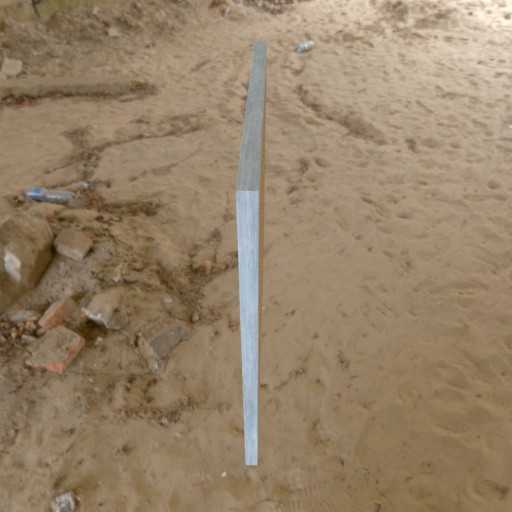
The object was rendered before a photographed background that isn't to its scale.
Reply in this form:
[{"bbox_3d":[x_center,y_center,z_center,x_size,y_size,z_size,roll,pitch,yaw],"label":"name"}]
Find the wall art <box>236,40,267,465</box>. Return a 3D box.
[{"bbox_3d":[0.000,0.000,0.786,0.022,0.582,0.479,1,41,1],"label":"wall art"}]
